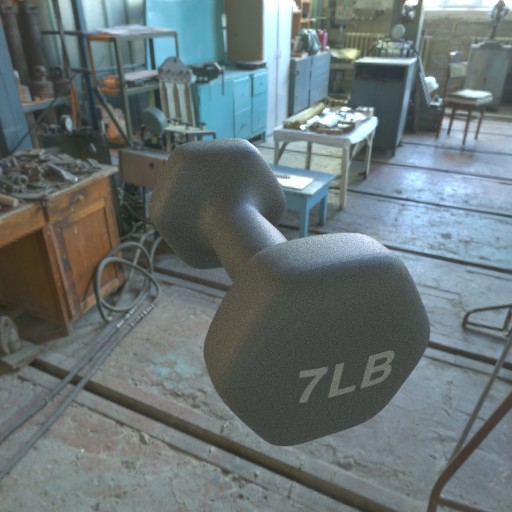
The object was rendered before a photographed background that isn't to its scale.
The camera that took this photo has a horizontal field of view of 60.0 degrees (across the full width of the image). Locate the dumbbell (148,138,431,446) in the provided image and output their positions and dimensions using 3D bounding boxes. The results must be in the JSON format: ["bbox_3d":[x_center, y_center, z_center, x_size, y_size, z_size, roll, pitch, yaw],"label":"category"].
[{"bbox_3d":[0.000,0.000,0.227,0.090,0.081,0.184,-10,31,-17],"label":"dumbbell"}]
